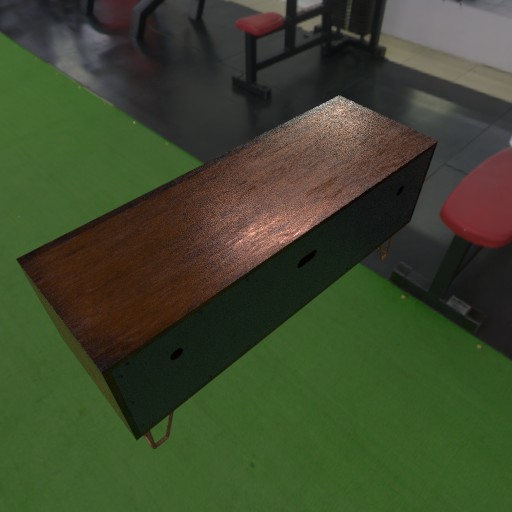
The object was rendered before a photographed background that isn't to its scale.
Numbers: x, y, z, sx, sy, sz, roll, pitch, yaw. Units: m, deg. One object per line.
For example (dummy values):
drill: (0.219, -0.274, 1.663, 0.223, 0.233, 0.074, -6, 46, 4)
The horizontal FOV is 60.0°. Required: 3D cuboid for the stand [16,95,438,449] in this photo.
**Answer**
stand: (0.000, 0.000, 1.644, 1.372, 0.610, 0.481, -34, 56, -28)
